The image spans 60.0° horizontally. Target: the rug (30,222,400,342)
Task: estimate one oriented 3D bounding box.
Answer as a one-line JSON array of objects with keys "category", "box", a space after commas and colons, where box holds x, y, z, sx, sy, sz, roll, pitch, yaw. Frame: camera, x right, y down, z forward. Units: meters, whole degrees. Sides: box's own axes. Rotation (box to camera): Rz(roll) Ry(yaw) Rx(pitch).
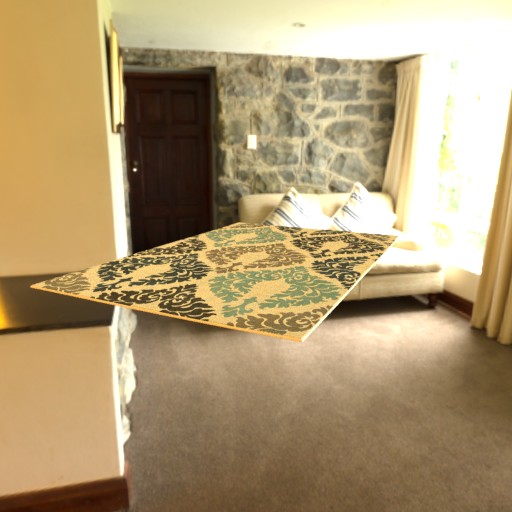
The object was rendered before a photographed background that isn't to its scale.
[{"category": "rug", "box": [0.000, 0.000, 2.965, 1.514, 0.014, 2.275, 7, 15, 26]}]
